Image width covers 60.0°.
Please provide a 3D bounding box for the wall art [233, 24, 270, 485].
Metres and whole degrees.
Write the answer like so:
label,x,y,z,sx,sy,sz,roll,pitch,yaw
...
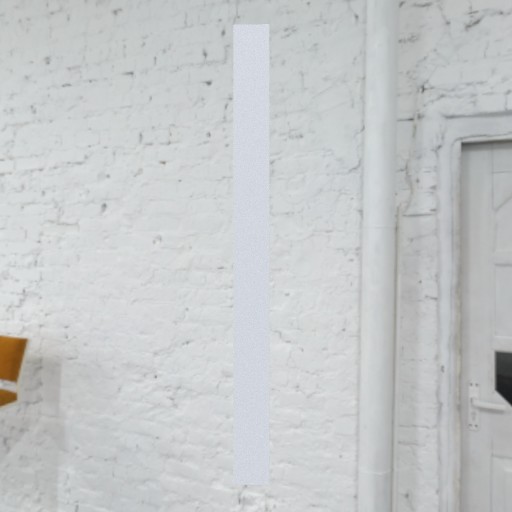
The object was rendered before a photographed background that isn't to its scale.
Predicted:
label,x,y,z,sx,sy,sz,roll,pitch,yaw
wall art,0.000,0.000,0.744,0.040,0.509,0.509,0,-1,1
